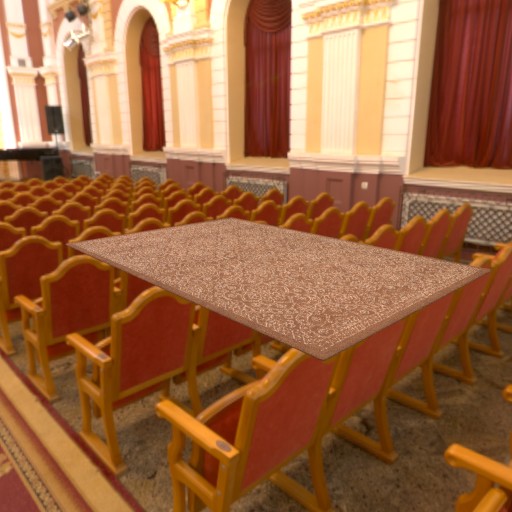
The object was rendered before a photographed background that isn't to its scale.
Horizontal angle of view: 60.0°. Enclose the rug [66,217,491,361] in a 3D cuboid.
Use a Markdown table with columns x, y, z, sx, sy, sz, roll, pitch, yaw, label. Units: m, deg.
| x | y | z | sx | sy | sz | roll | pitch | yaw | label |
| --- | --- | --- | --- | --- | --- | --- | --- | --- | --- |
| 0.000 | 0.000 | 2.810 | 1.524 | 0.011 | 2.286 | -14 | 21 | -41 | rug |
